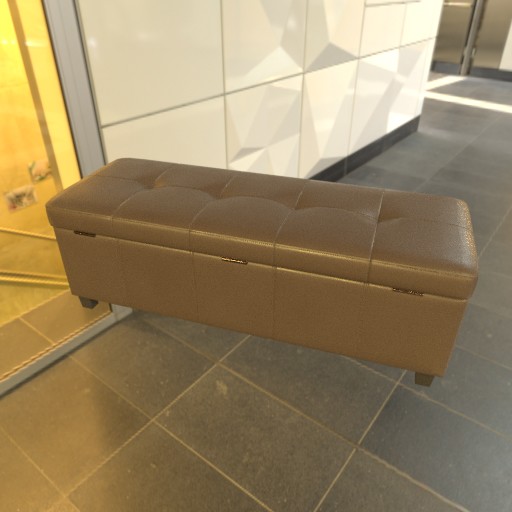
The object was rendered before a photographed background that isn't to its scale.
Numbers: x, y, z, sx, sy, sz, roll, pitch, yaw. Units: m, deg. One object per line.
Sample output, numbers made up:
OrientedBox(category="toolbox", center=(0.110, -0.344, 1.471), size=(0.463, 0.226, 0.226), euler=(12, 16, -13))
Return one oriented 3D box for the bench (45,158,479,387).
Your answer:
OrientedBox(category="bench", center=(0.000, 0.000, 1.435), size=(1.219, 0.417, 0.450), euler=(10, 34, 15))
